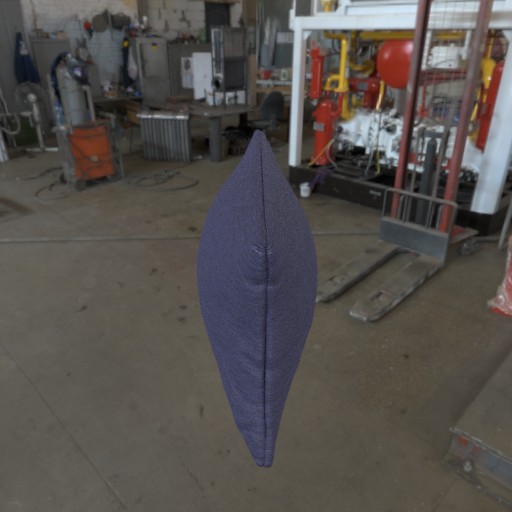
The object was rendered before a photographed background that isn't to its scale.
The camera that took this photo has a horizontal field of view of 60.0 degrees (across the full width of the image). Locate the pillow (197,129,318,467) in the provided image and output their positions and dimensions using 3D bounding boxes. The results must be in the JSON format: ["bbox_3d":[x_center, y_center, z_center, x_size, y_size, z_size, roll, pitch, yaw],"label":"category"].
[{"bbox_3d":[0.000,0.000,0.811,0.210,0.338,0.633,0,27,0],"label":"pillow"}]
